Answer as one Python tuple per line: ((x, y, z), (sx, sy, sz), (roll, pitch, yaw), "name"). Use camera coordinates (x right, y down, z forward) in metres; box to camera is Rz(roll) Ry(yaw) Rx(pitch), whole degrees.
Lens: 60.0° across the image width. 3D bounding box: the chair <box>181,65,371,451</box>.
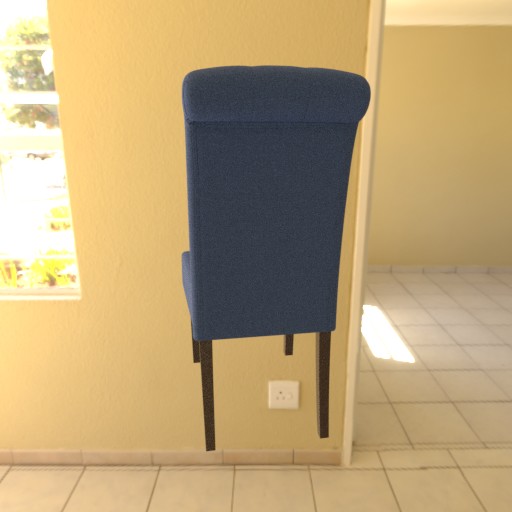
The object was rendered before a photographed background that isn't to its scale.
((0.000, 0.000, 1.361), (0.456, 1.006, 0.671), (-3, 15, -9), "chair")
